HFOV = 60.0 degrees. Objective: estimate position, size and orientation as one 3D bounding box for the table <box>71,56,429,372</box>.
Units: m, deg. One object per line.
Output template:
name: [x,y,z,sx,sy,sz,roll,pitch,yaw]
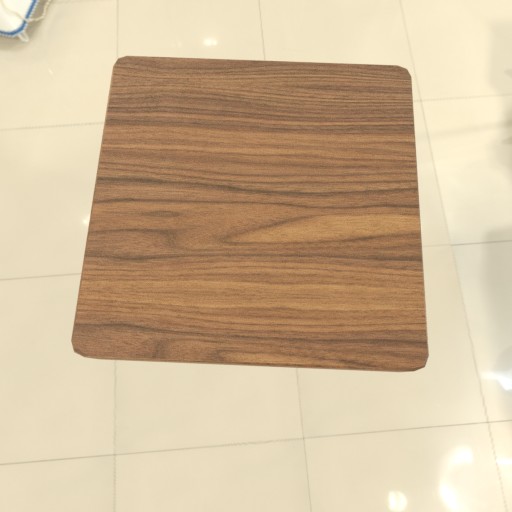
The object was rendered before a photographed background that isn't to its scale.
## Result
table: [0.000,0.000,0.959,0.480,0.641,0.479,2,74,1]
